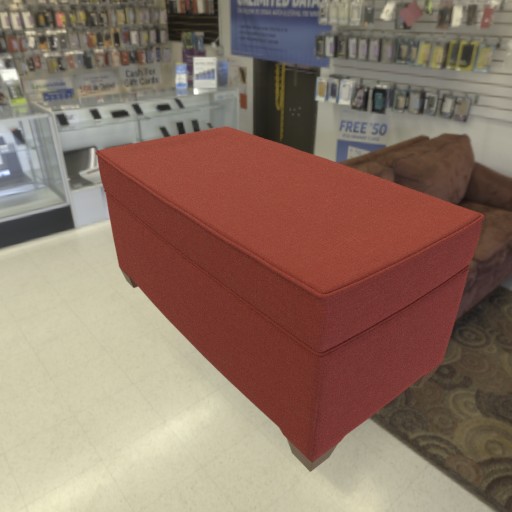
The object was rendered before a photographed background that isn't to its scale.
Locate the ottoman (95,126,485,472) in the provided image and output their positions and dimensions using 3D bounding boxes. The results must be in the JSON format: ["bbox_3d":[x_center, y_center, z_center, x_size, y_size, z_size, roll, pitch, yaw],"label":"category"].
[{"bbox_3d":[0.000,0.000,1.200,0.497,0.454,0.948,-21,36,-32],"label":"ottoman"}]
